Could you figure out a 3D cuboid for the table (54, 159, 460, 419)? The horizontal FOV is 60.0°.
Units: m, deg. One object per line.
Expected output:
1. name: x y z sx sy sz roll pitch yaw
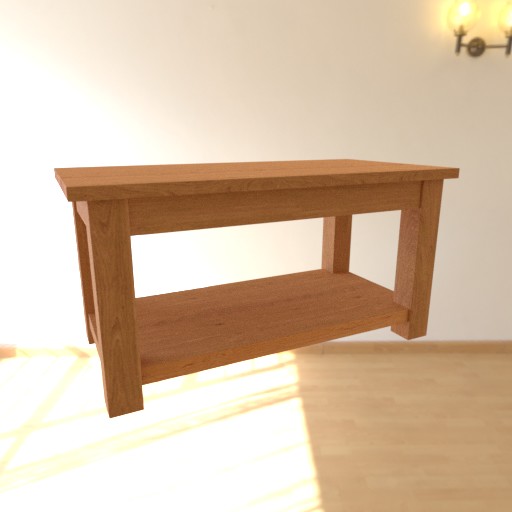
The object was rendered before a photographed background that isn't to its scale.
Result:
1. table: 0.000 0.000 1.157 0.899 0.452 0.450 -7 17 -25
